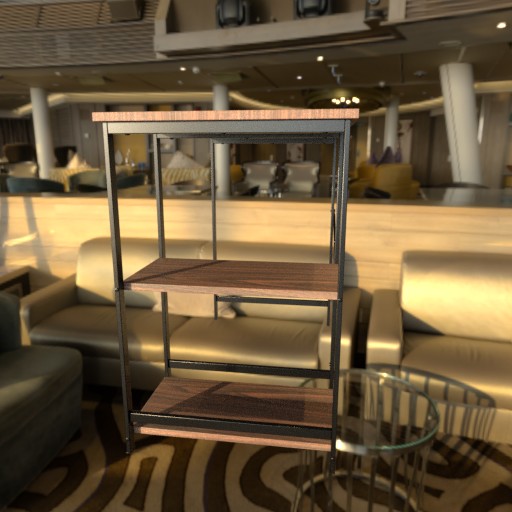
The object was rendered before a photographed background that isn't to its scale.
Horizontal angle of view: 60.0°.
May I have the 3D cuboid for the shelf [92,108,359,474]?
[{"bbox_3d":[0.000,0.000,1.326,0.498,0.750,0.902,2,13,8],"label":"shelf"}]
